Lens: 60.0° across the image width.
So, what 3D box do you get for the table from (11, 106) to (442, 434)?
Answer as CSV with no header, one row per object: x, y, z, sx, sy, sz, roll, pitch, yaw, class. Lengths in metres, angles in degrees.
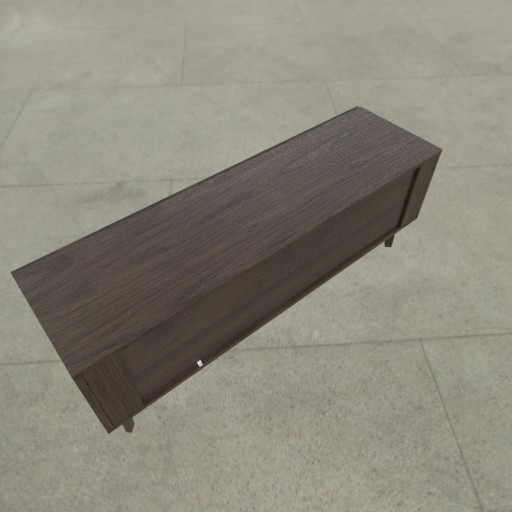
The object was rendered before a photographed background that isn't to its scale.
0.000,0.000,1.582,1.397,0.508,0.405,-31,55,-25,table
